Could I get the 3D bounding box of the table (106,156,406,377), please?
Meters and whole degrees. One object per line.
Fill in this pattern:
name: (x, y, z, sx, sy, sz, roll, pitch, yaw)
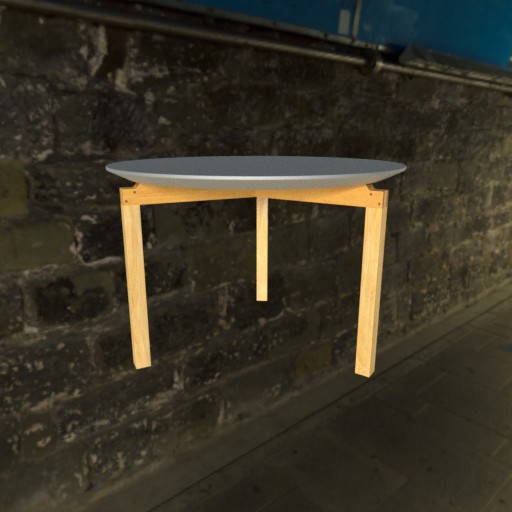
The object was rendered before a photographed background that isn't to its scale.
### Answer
table: (0.000, 0.000, 0.984, 0.600, 0.405, 0.600, 0, 15, 0)
